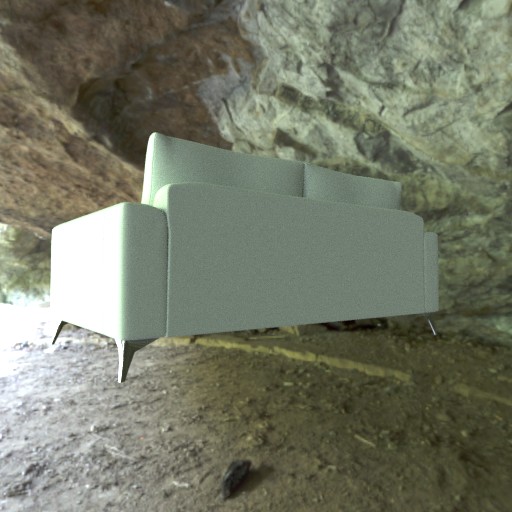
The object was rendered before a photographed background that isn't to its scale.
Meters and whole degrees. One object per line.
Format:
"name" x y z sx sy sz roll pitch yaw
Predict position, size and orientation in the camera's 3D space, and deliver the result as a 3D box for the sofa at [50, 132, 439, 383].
"sofa" 0.000 0.000 2.119 1.650 0.790 0.920 2 -3 -37
